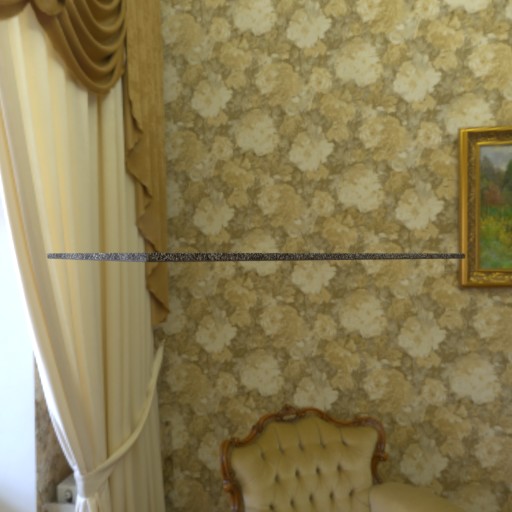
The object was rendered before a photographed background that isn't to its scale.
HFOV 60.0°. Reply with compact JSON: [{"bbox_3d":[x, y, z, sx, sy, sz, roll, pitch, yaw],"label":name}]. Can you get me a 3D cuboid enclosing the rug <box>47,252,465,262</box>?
[{"bbox_3d":[0.000,0.000,2.111,1.601,0.025,1.198,0,0,-37],"label":"rug"}]
